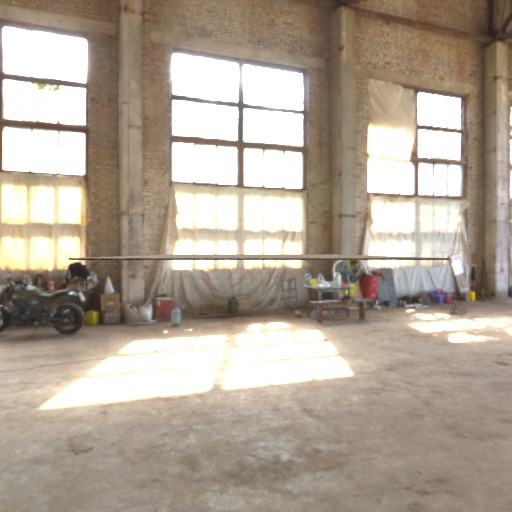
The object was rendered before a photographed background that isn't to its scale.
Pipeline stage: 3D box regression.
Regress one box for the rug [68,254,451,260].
[{"bbox_3d":[0.000,0.000,2.982,1.546,0.010,2.442,0,1,-1],"label":"rug"}]
